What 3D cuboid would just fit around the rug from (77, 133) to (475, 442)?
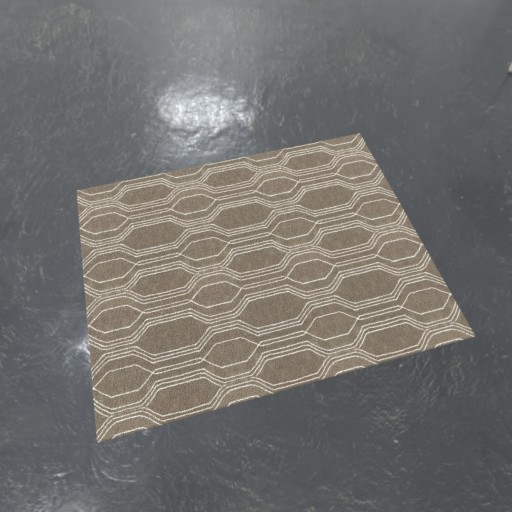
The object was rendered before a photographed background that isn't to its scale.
[{"bbox_3d":[0.000,0.000,4.047,3.062,0.012,2.457,-13,59,-8],"label":"rug"}]
